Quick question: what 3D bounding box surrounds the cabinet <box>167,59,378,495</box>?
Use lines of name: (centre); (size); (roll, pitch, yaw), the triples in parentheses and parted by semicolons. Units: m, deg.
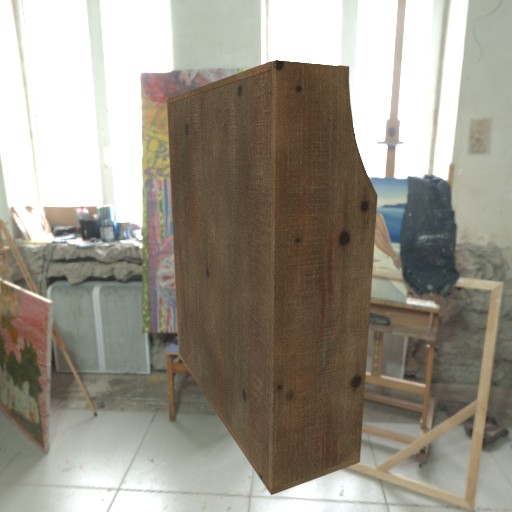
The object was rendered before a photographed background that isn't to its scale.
cabinet: (0.000, 0.000, 0.828); (0.184, 0.590, 0.489); (-7, 15, -25)
